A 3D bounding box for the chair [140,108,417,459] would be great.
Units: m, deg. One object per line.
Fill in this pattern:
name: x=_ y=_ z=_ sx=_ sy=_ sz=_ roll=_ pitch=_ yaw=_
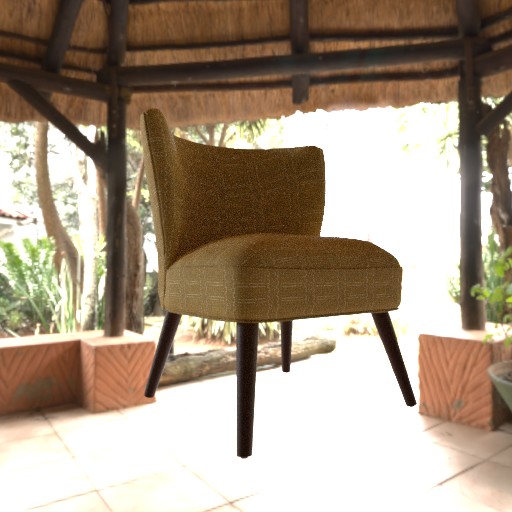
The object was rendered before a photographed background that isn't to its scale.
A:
chair: x=0.000 y=0.000 z=1.397 sx=0.706 sy=0.866 sz=0.758 roll=1 pitch=-2 yaw=-36
